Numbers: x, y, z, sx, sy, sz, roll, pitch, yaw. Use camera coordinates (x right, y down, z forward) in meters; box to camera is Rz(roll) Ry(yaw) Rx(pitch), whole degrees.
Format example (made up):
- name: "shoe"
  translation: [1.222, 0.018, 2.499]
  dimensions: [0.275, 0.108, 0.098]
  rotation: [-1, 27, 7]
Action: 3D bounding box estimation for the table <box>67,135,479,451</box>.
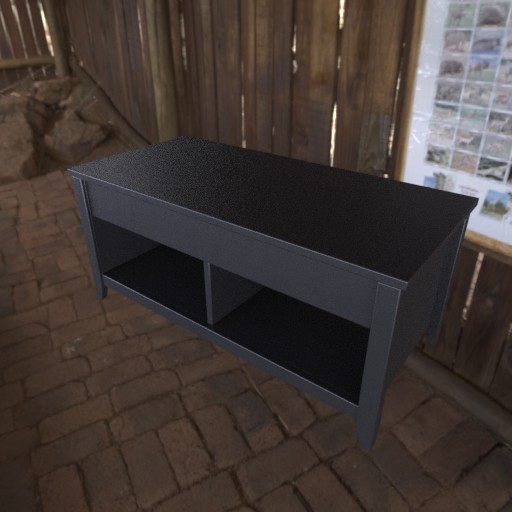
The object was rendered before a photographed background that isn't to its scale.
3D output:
- name: "table"
  translation: [0.000, 0.000, 1.303]
  dimensions: [1.016, 0.457, 0.483]
  rotation: [20, 35, 32]
